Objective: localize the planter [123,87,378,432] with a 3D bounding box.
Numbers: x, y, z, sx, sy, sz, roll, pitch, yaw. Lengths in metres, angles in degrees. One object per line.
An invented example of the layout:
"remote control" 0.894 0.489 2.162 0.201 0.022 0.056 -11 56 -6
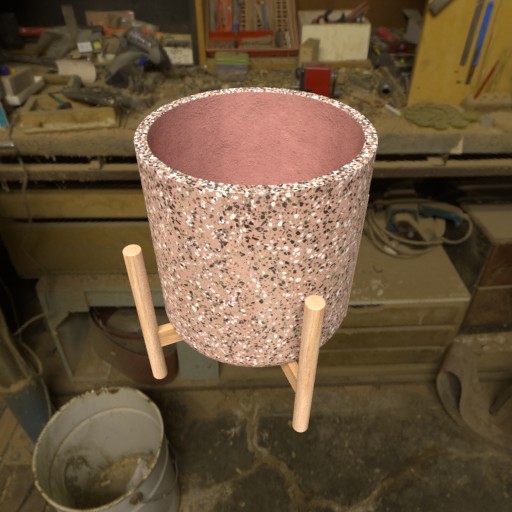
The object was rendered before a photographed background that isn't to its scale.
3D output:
"planter" 0.000 0.000 0.696 0.360 0.419 0.360 0 40 0
